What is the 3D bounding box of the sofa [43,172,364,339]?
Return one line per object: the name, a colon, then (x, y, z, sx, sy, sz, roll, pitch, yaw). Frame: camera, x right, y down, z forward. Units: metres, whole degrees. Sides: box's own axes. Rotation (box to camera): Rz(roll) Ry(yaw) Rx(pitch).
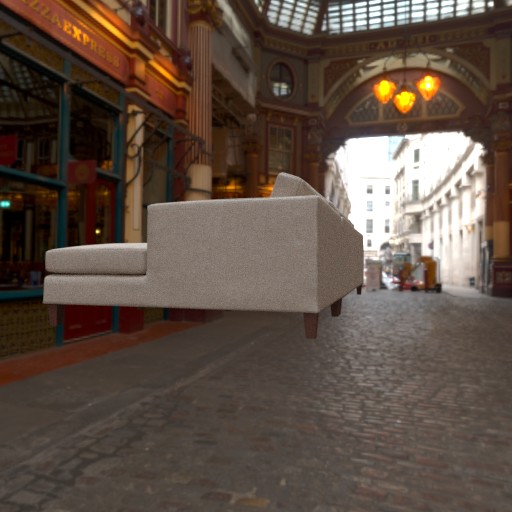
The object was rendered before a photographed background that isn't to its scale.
sofa: (0.000, 0.000, 3.845, 1.625, 0.846, 3.186, 0, -1, 17)
